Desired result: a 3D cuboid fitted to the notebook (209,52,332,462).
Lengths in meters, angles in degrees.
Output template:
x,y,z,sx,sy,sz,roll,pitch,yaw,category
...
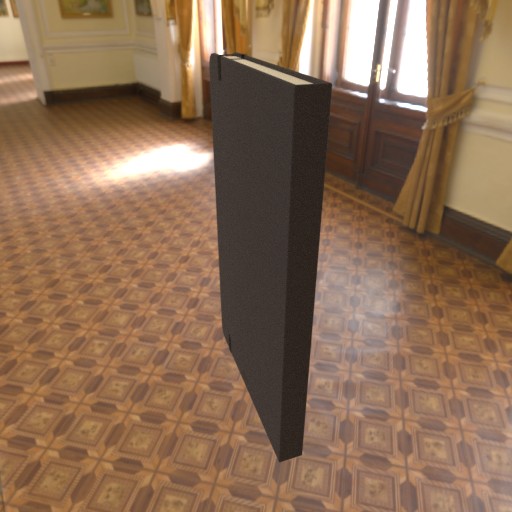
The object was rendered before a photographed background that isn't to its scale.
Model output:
x,y,z,sx,sy,sz,roll,pitch,yaw,category
0.000,0.000,0.265,0.016,0.213,0.127,-10,31,-17,notebook
